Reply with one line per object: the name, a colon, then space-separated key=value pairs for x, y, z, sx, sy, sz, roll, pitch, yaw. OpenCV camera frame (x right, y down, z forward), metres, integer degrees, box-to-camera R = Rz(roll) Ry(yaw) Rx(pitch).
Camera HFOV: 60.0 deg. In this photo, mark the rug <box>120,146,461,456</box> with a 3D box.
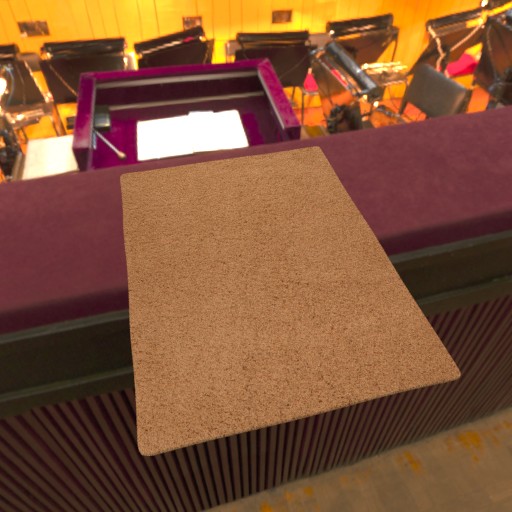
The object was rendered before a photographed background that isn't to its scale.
rug: x=0.000 y=0.000 z=2.100 sx=1.199 sy=0.025 sz=1.600 roll=-10 pitch=47 yaw=-10
